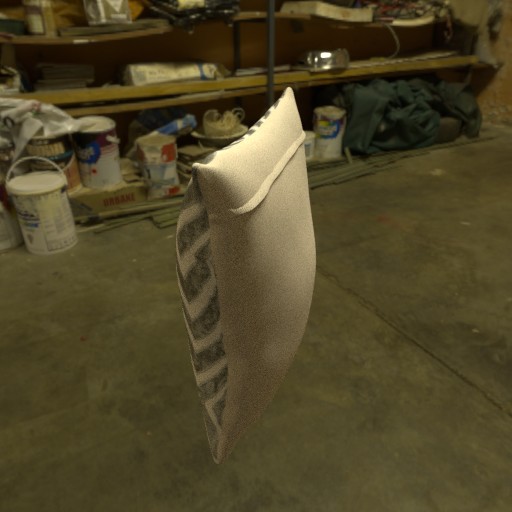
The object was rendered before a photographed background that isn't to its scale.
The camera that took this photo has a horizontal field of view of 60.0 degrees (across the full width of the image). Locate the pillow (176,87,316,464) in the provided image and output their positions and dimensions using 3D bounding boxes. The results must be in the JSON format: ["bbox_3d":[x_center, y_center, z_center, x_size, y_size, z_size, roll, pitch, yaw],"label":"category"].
[{"bbox_3d":[0.000,0.000,0.693,0.182,0.441,0.440,8,30,14],"label":"pillow"}]
